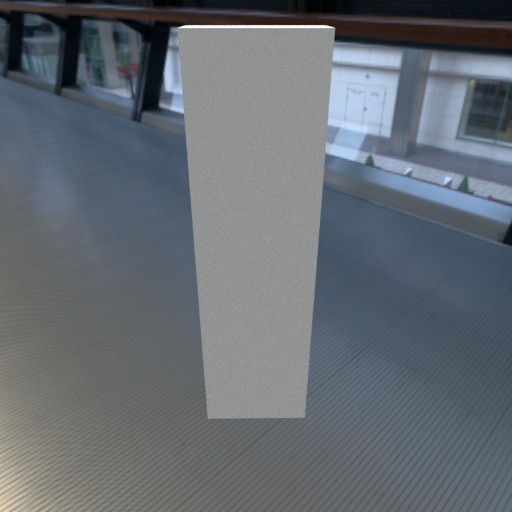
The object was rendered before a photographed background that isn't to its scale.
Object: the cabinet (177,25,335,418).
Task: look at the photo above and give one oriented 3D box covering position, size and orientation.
[{"bbox_3d":[0.000,0.000,1.945,0.500,1.790,0.230,0,29,-1],"label":"cabinet"}]
